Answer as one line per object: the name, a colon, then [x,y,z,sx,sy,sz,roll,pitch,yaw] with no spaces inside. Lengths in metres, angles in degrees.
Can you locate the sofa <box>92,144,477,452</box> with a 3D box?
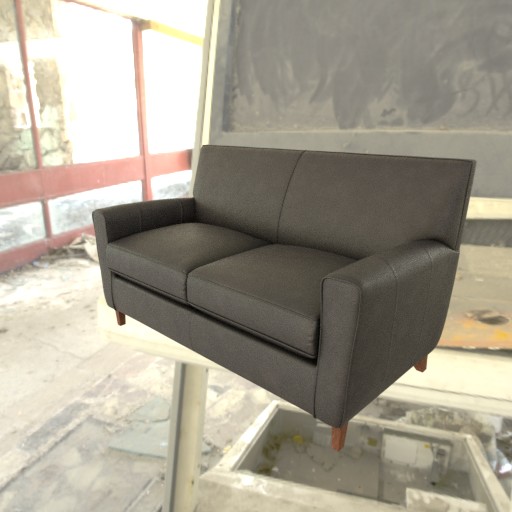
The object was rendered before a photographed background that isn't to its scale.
sofa: [0.000,0.000,1.938,1.473,0.871,0.787,15,23,41]
